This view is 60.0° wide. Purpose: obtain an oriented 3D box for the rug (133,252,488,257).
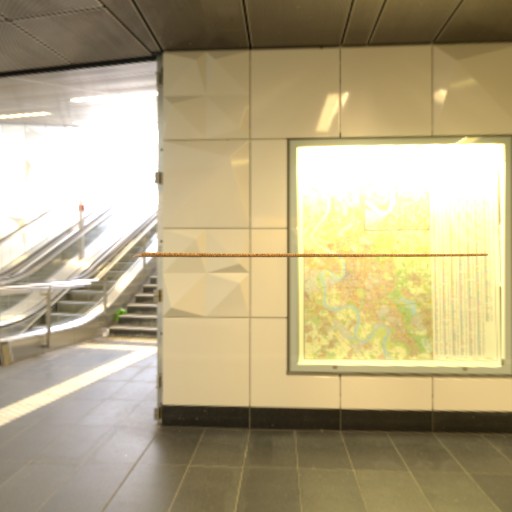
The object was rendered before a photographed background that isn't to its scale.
[{"bbox_3d":[0.000,0.000,2.327,1.225,0.013,1.840,0,0,-16],"label":"rug"}]
